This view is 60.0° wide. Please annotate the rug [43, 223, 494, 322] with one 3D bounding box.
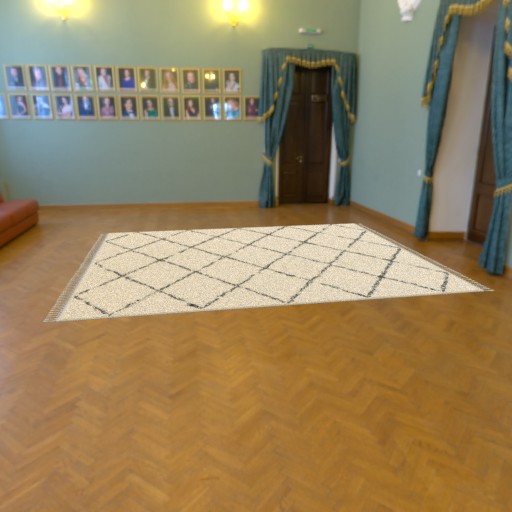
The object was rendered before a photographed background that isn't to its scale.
[{"bbox_3d":[0.000,0.000,4.047,3.051,0.013,2.380,-3,16,-10],"label":"rug"}]
